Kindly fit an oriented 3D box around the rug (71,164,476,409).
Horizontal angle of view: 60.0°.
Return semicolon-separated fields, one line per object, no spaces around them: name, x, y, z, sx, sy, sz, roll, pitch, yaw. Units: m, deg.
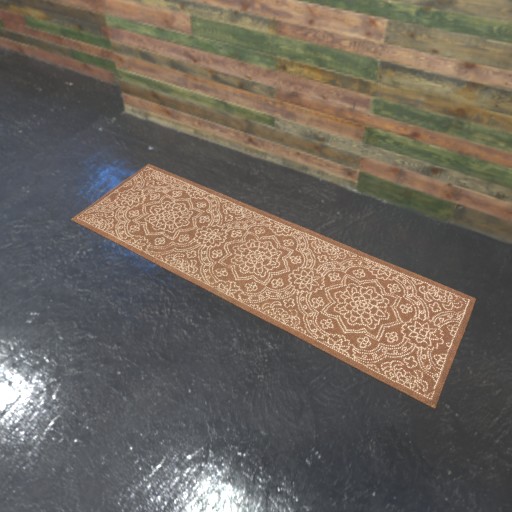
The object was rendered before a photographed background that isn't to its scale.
rug;0.000;0.000;2.718;2.448;0.012;0.769;25;51;22
